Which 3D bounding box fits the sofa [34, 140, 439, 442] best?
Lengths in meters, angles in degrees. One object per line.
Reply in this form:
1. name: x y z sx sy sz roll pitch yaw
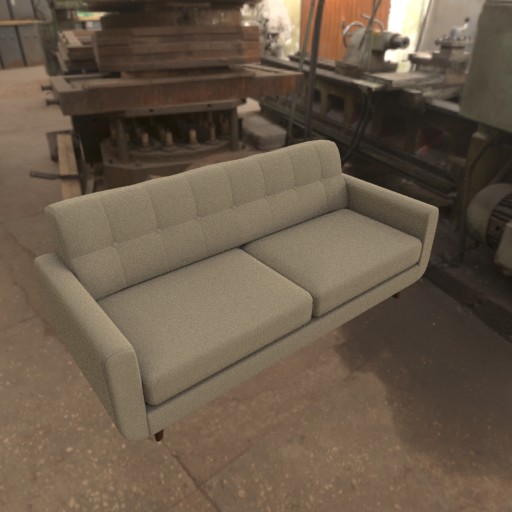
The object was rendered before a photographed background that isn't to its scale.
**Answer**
1. sofa: 0.000 0.000 2.541 2.137 0.892 0.980 -22 37 -33
